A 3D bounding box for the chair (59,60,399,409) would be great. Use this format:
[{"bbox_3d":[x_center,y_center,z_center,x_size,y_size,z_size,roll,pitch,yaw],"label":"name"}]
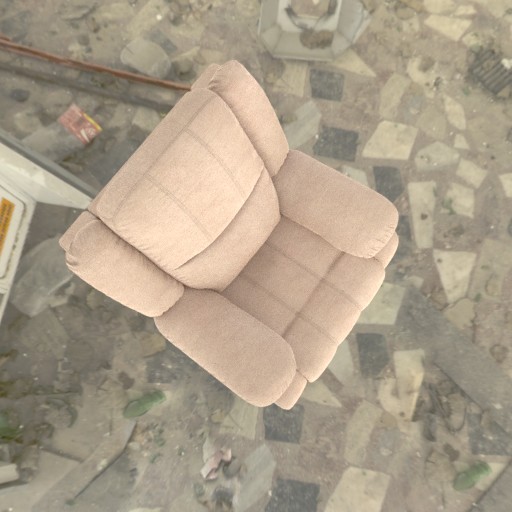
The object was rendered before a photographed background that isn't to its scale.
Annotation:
[{"bbox_3d":[0.000,0.000,1.724,0.944,1.008,0.899,35,79,8],"label":"chair"}]
